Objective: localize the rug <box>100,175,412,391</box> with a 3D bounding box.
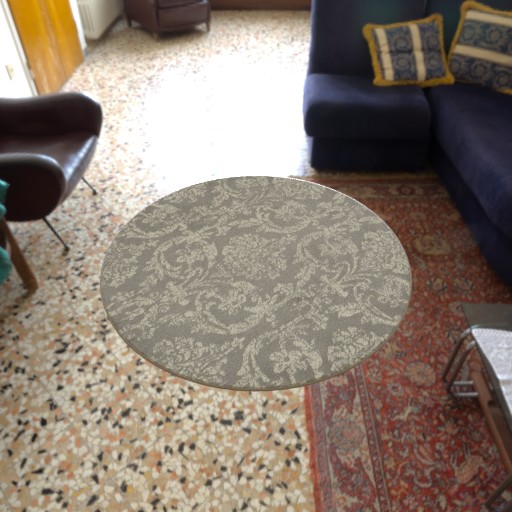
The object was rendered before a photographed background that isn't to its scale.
[{"bbox_3d":[0.000,0.000,2.338,1.593,0.012,1.593,0,42,0],"label":"rug"}]
